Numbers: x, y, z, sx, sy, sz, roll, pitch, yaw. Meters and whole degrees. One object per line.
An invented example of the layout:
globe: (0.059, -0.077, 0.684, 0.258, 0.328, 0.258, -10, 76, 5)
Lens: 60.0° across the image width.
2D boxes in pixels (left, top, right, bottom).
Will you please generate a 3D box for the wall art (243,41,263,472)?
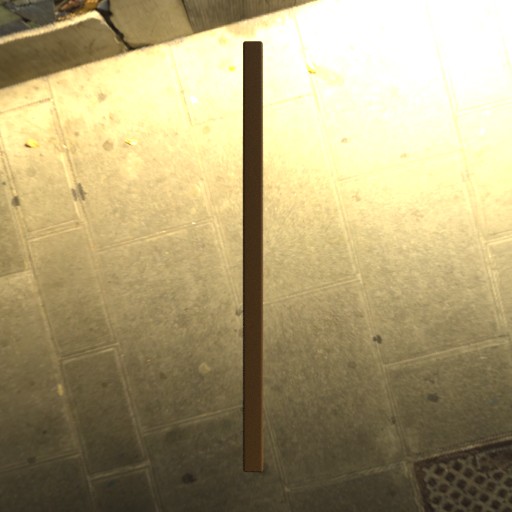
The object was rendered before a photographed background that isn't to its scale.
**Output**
wall art: (0.000, 0.000, 0.735, 0.021, 0.550, 0.449, 0, 90, 1)
